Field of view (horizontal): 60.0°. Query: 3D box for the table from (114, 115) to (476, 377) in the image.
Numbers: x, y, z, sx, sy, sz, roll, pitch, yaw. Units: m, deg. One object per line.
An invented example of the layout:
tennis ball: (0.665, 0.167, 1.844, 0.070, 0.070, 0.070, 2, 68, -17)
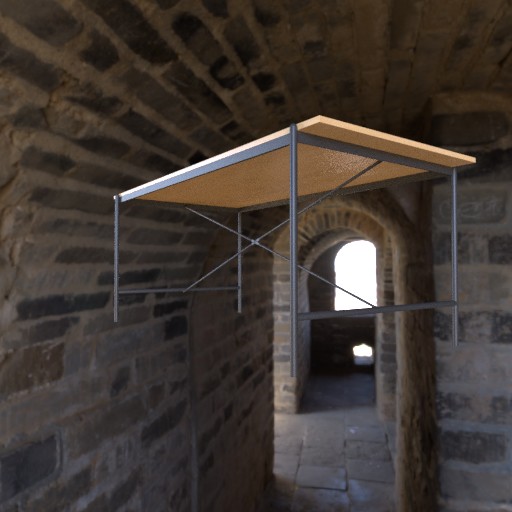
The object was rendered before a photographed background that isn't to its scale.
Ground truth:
table: (0.000, 0.000, 2.233, 0.900, 0.758, 1.800, 1, -2, -36)
